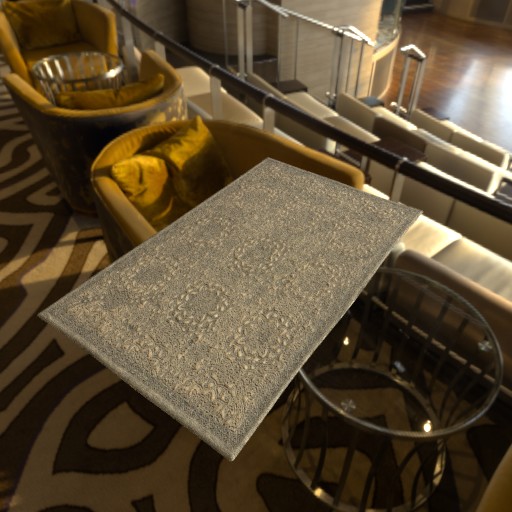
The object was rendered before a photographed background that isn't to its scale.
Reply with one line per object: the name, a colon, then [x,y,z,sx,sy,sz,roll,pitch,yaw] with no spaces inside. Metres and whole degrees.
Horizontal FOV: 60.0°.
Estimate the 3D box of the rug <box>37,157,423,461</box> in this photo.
rug: [0.000,0.000,3.152,1.535,0.022,2.498,25,47,26]
